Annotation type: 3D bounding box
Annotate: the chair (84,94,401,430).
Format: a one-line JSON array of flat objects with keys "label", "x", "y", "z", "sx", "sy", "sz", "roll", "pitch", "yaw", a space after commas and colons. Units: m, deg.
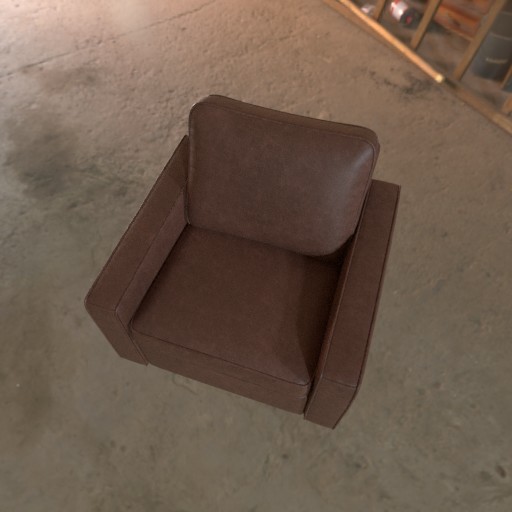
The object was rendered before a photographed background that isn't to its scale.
[{"label": "chair", "x": 0.000, "y": 0.000, "z": 1.794, "sx": 1.017, "sy": 0.919, "sz": 0.940, "roll": 16, "pitch": 58, "yaw": 10}]
